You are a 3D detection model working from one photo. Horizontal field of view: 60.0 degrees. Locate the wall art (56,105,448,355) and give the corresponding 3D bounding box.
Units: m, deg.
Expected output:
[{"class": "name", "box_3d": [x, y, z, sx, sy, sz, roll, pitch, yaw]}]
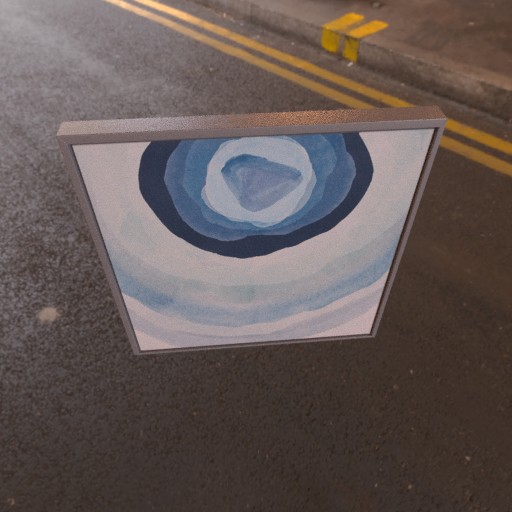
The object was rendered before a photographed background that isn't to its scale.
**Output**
[{"class": "wall art", "box_3d": [0.000, 0.000, 0.525, 0.349, 0.349, 0.028, -4, 46, -4]}]
